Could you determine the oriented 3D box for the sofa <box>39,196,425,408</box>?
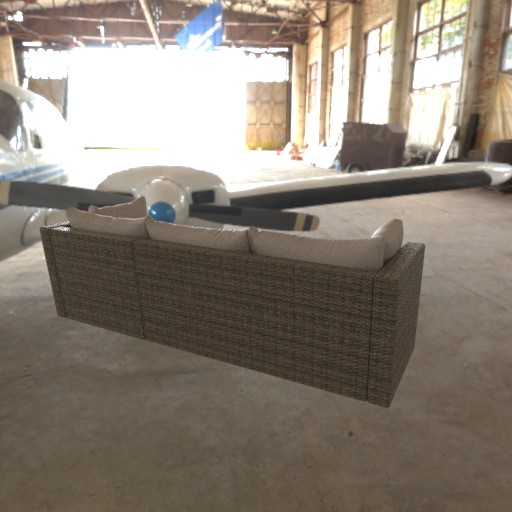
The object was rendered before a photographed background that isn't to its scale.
[{"bbox_3d":[0.000,0.000,3.033,2.192,0.766,1.662,8,18,27],"label":"sofa"}]
